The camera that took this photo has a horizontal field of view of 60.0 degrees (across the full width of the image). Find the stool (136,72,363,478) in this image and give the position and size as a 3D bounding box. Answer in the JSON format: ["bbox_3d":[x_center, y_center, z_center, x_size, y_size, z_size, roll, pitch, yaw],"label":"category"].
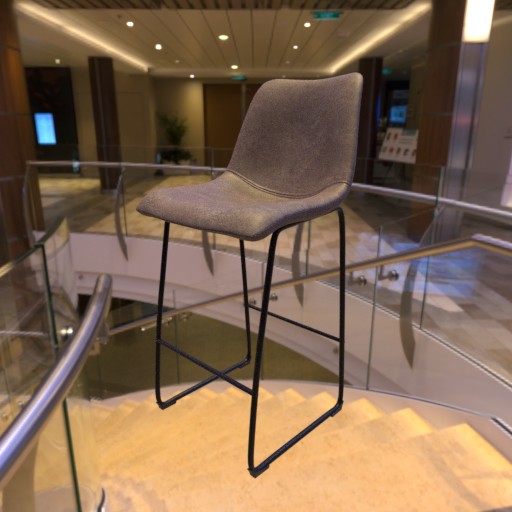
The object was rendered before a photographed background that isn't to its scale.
[{"bbox_3d":[0.000,0.000,1.386,0.514,1.082,0.561,15,23,42],"label":"stool"}]
